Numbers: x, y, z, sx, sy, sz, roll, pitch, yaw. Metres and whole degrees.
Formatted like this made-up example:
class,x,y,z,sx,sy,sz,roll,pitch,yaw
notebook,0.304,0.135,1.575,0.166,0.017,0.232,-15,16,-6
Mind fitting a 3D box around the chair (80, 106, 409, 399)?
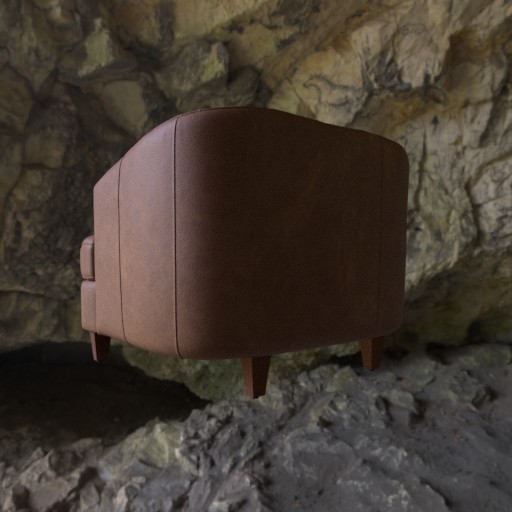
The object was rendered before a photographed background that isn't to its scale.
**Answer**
class,x,y,z,sx,sy,sz,roll,pitch,yaw
chair,0.000,0.000,1.744,1.119,0.836,0.911,0,0,-37
